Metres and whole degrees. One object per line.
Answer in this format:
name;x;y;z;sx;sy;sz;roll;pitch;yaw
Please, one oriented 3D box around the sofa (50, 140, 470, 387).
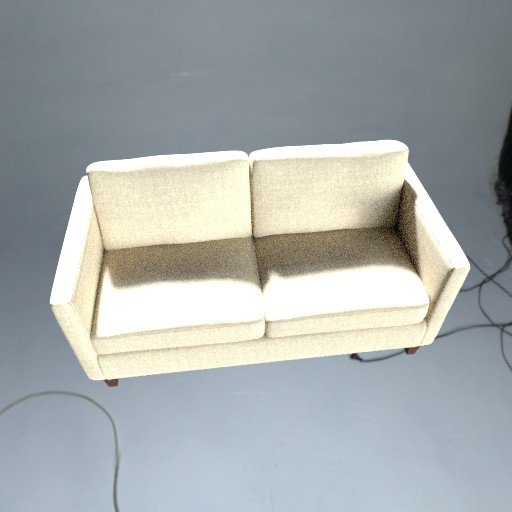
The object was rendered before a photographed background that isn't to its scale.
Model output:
sofa;0.000;0.000;2.423;1.884;0.963;0.950;-5;46;-5
